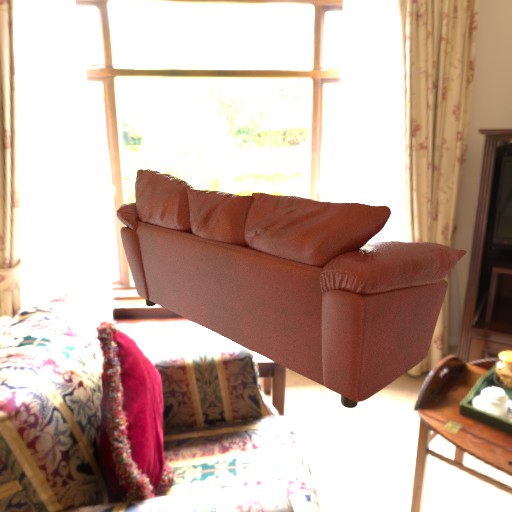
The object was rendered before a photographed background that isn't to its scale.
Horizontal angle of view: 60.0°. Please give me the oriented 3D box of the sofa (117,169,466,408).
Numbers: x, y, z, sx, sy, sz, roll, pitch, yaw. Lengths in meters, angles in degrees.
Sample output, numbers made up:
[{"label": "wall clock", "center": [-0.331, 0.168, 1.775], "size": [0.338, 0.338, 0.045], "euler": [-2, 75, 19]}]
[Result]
[{"label": "sofa", "center": [0.000, 0.000, 2.978], "size": [0.907, 1.091, 2.390], "euler": [-13, 20, -42]}]
